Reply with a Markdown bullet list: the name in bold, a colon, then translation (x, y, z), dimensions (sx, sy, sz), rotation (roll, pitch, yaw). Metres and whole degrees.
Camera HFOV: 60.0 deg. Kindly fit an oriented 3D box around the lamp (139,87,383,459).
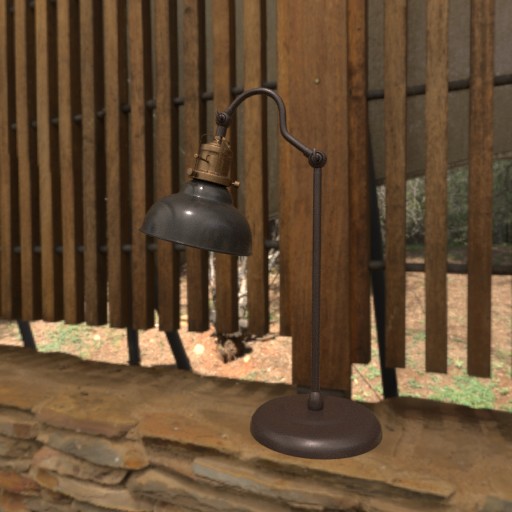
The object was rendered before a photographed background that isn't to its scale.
- **lamp**: translation (0.000, 0.000, 0.676), dimensions (0.374, 0.508, 0.192), rotation (0, 1, 17)
